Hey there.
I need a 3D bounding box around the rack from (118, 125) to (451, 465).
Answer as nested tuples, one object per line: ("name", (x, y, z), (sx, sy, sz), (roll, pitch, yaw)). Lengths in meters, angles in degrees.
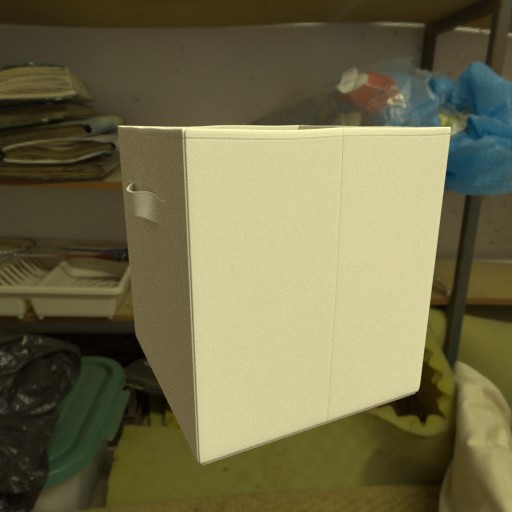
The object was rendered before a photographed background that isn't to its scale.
("rack", (0.000, 0.000, 0.498), (0.270, 0.280, 0.270), (-8, 19, -25))
